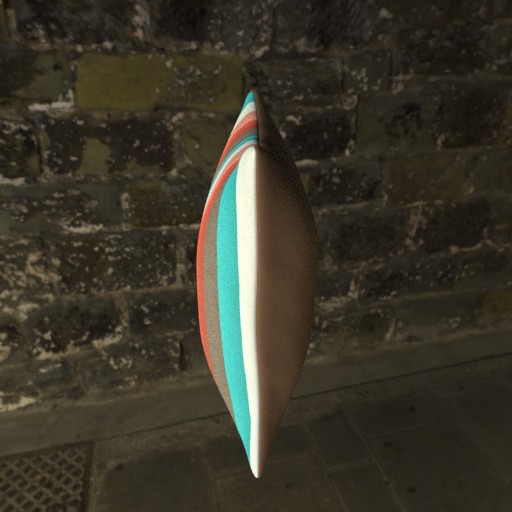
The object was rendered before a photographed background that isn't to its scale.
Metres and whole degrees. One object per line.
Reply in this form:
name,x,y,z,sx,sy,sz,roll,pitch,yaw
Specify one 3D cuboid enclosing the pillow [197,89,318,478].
pillow,0.000,0.000,0.691,0.168,0.443,0.453,0,27,0
